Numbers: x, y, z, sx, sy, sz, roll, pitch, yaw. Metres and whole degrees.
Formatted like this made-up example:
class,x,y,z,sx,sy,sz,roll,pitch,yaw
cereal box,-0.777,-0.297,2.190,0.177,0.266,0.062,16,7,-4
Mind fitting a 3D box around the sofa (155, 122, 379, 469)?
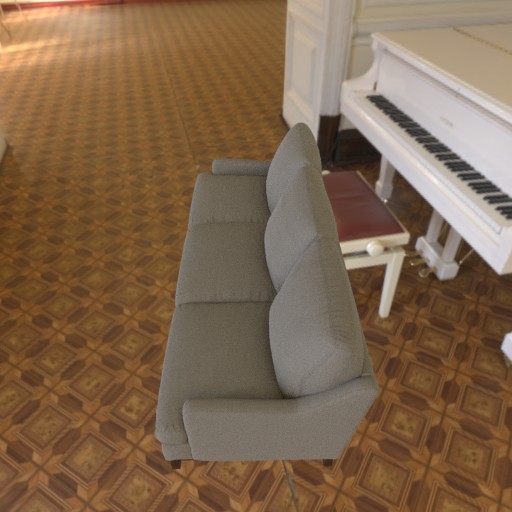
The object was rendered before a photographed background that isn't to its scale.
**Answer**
class,x,y,z,sx,sy,sz,roll,pitch,yaw
sofa,0.000,0.000,2.849,0.987,0.926,2.344,-1,40,-1
